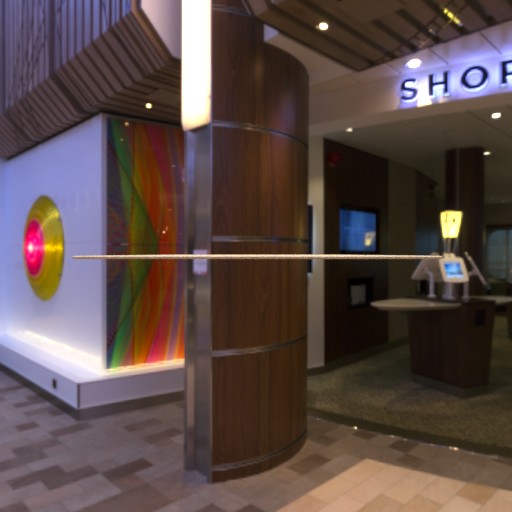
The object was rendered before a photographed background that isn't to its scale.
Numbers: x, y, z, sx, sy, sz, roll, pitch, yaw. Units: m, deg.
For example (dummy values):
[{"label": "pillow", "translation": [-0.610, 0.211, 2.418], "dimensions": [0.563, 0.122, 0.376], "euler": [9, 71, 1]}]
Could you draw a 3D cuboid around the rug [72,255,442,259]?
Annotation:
[{"label": "rug", "translation": [0.000, 0.000, 2.363], "dimensions": [1.219, 0.010, 1.829], "euler": [0, 0, 0]}]
